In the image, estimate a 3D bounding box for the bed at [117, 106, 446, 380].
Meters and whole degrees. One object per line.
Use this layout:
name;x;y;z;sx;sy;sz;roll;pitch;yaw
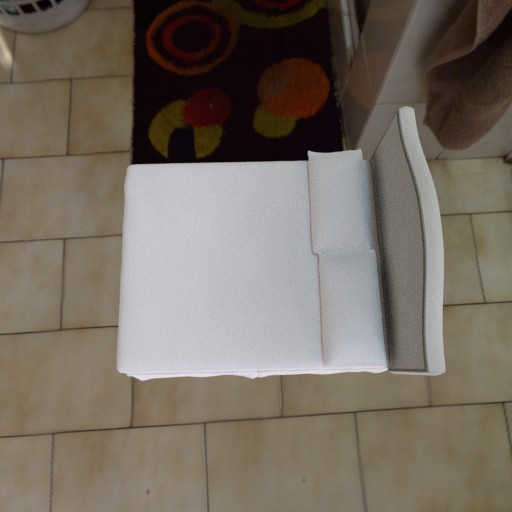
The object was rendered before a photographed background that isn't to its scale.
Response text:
bed;0.000;0.000;3.333;2.180;1.607;1.813;-1;76;0
